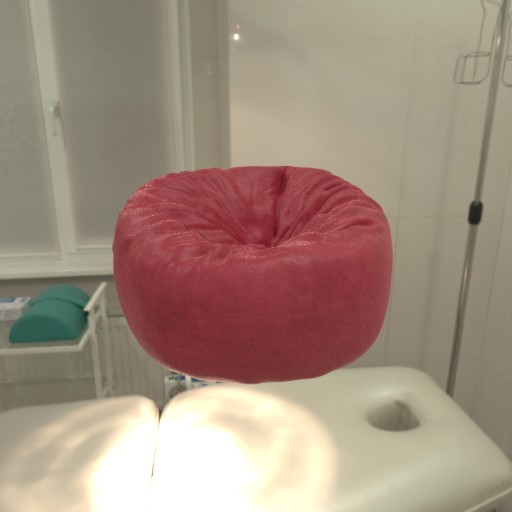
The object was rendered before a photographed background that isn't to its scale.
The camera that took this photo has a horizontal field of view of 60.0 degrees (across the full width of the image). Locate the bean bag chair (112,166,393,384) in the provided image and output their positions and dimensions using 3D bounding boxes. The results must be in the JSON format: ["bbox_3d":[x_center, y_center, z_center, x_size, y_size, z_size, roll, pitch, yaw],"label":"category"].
[{"bbox_3d":[0.000,0.000,2.414,1.524,0.878,1.524,-2,17,-7],"label":"bean bag chair"}]
